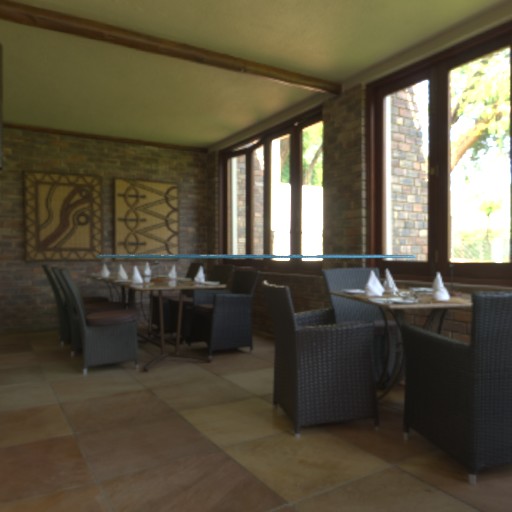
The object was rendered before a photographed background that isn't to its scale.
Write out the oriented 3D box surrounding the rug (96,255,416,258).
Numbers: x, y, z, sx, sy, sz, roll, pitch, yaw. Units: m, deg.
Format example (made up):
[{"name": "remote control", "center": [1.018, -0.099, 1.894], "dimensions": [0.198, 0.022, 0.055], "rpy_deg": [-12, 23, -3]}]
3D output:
[{"name": "rug", "center": [0.000, 0.000, 2.346], "dimensions": [1.593, 0.012, 1.593], "rpy_deg": [0, 0, 0]}]
